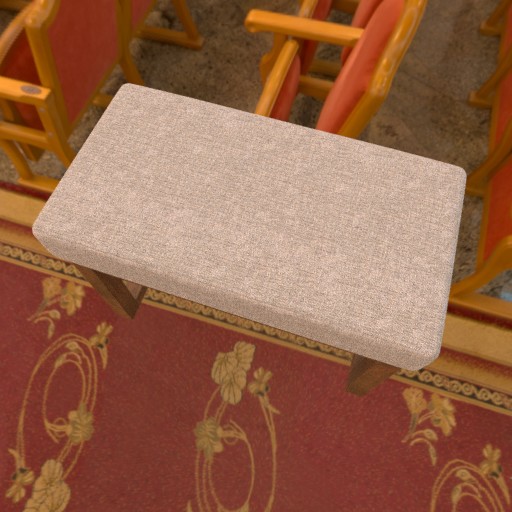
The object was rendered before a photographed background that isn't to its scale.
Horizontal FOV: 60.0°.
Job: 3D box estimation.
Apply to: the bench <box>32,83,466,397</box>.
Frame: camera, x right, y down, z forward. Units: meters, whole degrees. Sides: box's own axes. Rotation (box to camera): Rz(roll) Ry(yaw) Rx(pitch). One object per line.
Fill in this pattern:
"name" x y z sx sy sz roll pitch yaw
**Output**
"bench" 0.000 0.000 0.958 0.681 0.467 0.366 17 65 8
